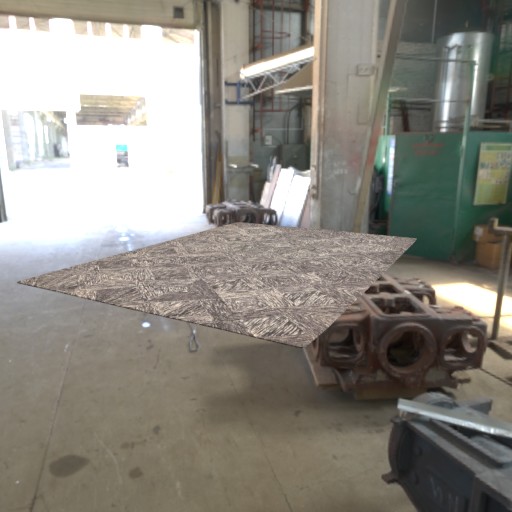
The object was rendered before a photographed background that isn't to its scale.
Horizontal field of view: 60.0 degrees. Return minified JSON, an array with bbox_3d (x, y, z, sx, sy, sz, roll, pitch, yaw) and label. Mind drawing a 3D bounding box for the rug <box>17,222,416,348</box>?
[{"bbox_3d":[0.000,0.000,5.261,2.997,0.020,4.093,7,15,28],"label":"rug"}]
